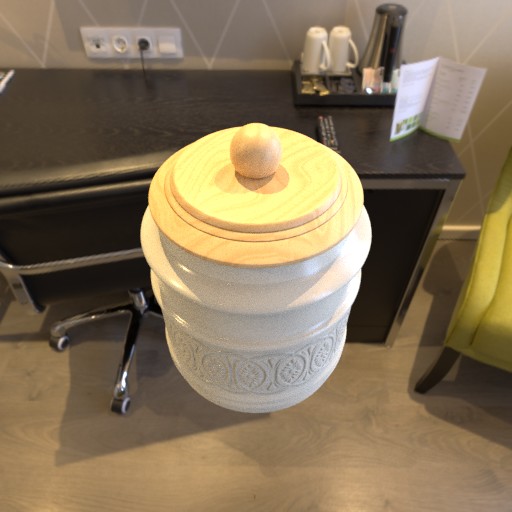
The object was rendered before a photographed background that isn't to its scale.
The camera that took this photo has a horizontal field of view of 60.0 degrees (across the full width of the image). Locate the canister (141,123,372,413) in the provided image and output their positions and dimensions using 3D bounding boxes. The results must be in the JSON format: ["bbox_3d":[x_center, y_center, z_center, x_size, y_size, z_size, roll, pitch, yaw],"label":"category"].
[{"bbox_3d":[0.000,0.000,0.274,0.130,0.176,0.130,0,47,0],"label":"canister"}]
